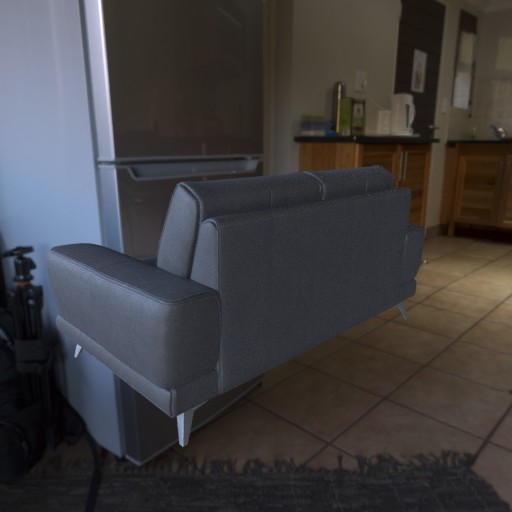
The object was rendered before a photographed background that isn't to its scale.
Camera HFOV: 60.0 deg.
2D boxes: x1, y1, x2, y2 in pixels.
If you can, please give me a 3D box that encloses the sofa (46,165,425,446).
[{"bbox_3d":[0.000,0.000,2.322,1.806,0.907,1.018,-14,21,-42],"label":"sofa"}]
